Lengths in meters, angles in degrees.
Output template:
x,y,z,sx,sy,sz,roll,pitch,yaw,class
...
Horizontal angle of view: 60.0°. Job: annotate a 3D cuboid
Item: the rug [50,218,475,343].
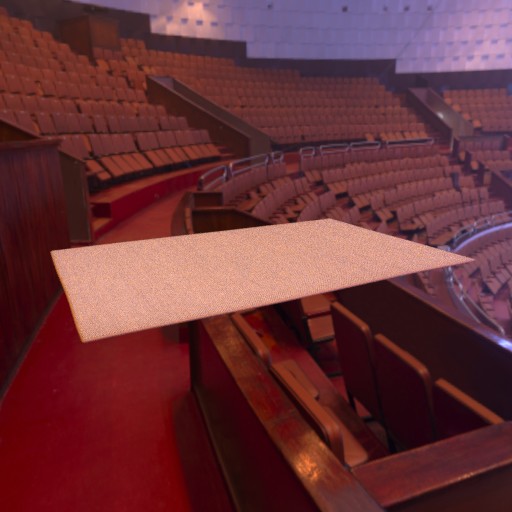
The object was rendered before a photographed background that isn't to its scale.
x,y,z,sx,sy,sz,roll,pitch,yaw,class
0.000,0.000,2.063,1.678,0.013,1.078,-9,18,-27,rug
